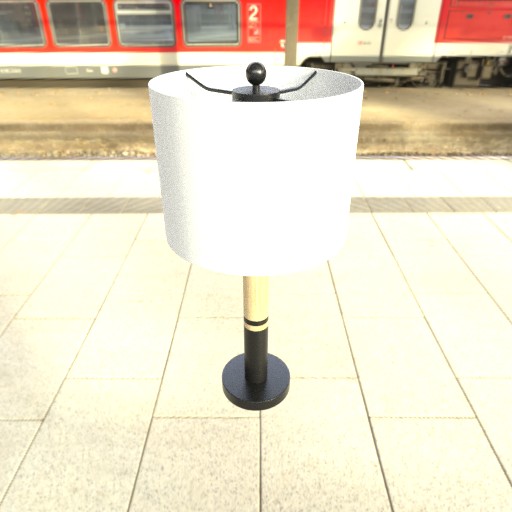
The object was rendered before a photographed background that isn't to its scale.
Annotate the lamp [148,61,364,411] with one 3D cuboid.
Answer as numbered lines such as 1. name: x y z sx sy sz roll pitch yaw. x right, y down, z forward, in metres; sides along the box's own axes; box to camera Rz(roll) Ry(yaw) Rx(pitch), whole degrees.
1. lamp: 0.000 0.000 0.790 0.305 0.640 0.305 -1 31 -1
